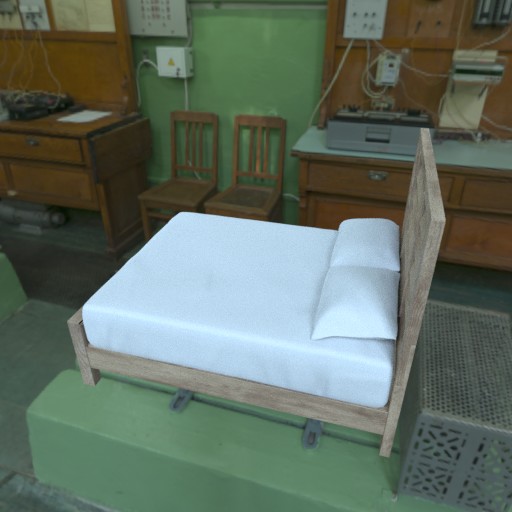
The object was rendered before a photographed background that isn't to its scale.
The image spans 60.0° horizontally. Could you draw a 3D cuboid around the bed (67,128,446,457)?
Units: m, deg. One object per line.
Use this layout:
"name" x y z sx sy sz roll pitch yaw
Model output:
"bed" 0.000 0.000 3.272 2.197 1.626 1.626 8 31 14
